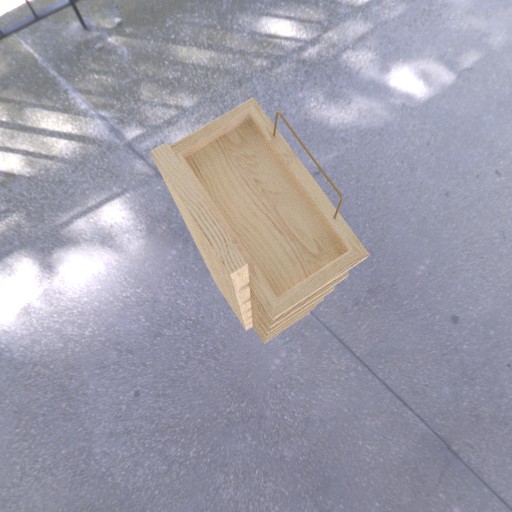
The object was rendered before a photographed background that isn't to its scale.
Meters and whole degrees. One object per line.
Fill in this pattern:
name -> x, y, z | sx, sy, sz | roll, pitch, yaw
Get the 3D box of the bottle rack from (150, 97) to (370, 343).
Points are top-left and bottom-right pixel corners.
bottle rack -> 0.000, 0.000, 1.038 | 0.206, 0.943, 0.330 | -32, 78, -8
